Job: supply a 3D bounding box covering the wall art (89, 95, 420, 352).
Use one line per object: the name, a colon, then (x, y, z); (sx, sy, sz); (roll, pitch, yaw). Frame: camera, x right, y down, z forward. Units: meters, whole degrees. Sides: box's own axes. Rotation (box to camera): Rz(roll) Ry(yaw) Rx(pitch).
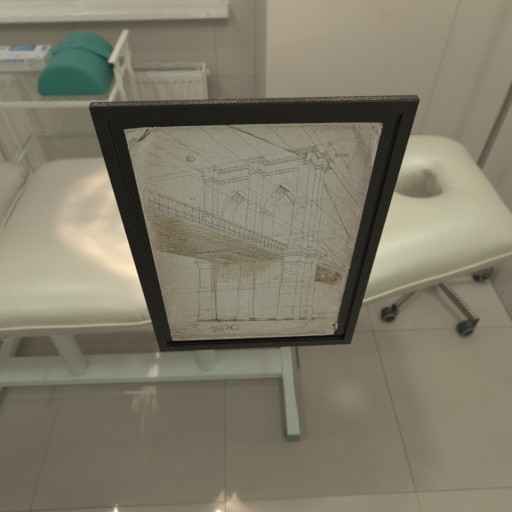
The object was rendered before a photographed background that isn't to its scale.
wall art: (0.000, 0.000, 0.885); (0.480, 0.657, 0.016); (-2, 46, -2)
